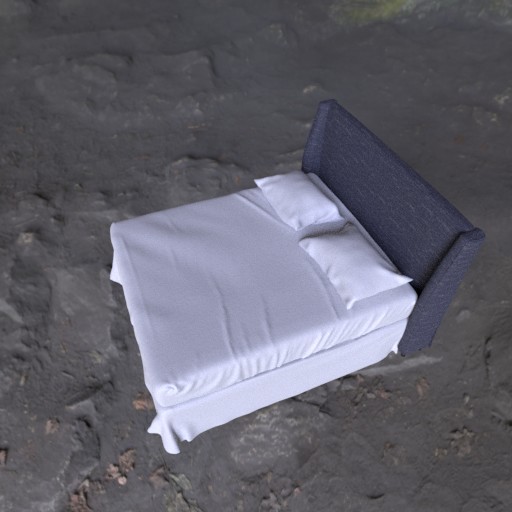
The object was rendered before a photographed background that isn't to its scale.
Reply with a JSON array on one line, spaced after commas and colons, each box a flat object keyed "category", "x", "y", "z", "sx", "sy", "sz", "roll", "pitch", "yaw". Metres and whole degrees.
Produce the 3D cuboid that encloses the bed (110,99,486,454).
[{"category": "bed", "x": 0.000, "y": 0.000, "z": 3.456, "sx": 2.276, "sy": 1.332, "sz": 1.925, "roll": -17, "pitch": 49, "yaw": -15}]
